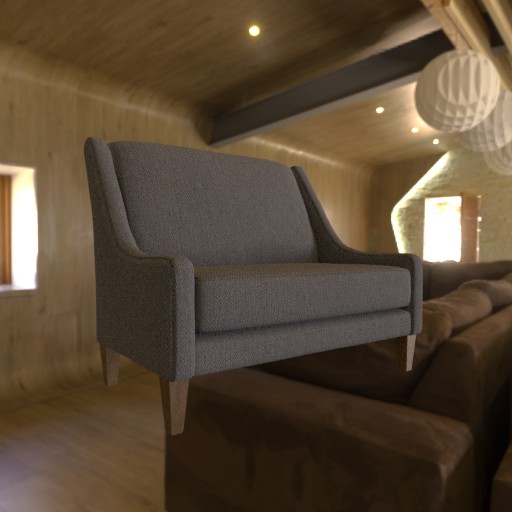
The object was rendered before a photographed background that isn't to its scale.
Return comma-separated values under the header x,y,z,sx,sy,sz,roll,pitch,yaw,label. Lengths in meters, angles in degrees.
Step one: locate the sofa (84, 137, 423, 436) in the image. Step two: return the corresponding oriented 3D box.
x,y,z,sx,sy,sz,roll,pitch,yaw,label
0.000,0.000,1.928,1.242,1.022,0.873,-1,1,-36,sofa
